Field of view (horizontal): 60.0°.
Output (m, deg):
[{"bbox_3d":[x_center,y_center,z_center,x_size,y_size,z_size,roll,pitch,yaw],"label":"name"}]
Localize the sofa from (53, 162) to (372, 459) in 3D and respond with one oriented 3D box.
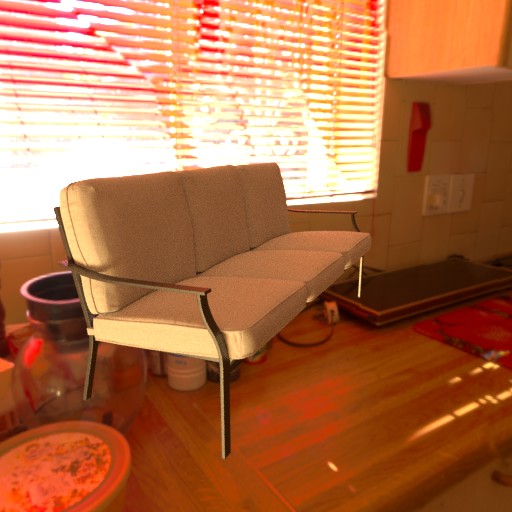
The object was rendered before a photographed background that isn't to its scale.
[{"bbox_3d":[0.000,0.000,2.197,0.787,0.860,1.740,7,16,26],"label":"sofa"}]
